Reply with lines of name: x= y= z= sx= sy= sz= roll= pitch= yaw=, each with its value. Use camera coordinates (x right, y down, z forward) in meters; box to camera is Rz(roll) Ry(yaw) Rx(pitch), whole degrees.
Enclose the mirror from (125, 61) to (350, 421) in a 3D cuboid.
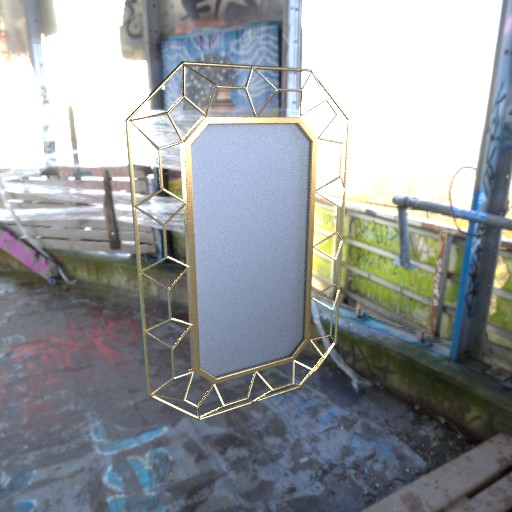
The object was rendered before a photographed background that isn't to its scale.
mirror: x=0.000 y=0.000 z=1.089 sx=0.572 sy=0.870 sz=0.051 roll=-9 pitch=19 yaw=-27
